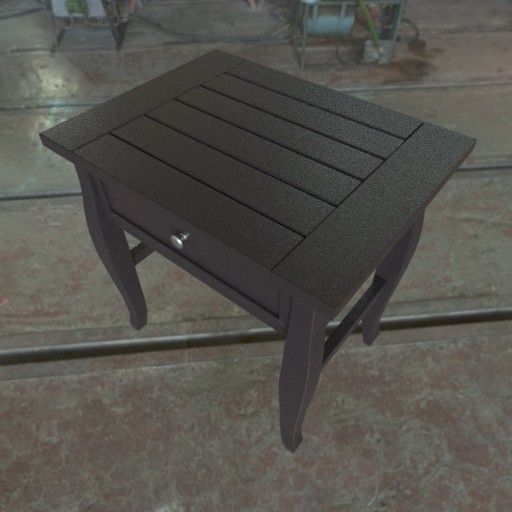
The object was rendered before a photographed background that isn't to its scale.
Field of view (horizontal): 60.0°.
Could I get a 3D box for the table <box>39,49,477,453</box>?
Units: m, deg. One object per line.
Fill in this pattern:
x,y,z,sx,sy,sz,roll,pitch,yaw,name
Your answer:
0.000,0.000,0.983,0.602,0.605,0.460,30,54,25,table
